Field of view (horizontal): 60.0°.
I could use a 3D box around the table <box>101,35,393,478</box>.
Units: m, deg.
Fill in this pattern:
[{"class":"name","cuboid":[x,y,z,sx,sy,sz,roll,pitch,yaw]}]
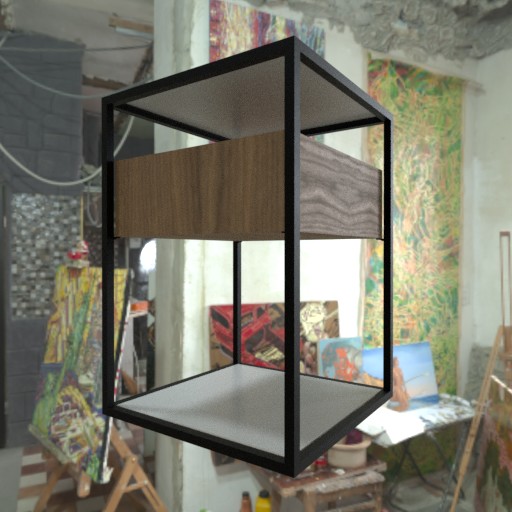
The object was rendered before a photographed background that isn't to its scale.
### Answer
[{"class":"table","cuboid":[0.000,0.000,0.803,0.378,0.540,0.378,0,0,35]}]
